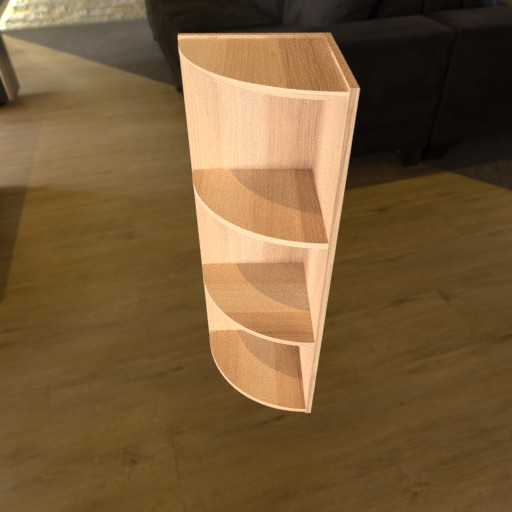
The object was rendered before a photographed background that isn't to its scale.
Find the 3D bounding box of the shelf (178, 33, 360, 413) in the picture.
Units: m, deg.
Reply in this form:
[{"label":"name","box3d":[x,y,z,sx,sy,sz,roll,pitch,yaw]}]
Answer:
[{"label":"shelf","box3d":[0.000,0.000,1.020,0.290,0.872,0.290,-1,41,-1]}]
